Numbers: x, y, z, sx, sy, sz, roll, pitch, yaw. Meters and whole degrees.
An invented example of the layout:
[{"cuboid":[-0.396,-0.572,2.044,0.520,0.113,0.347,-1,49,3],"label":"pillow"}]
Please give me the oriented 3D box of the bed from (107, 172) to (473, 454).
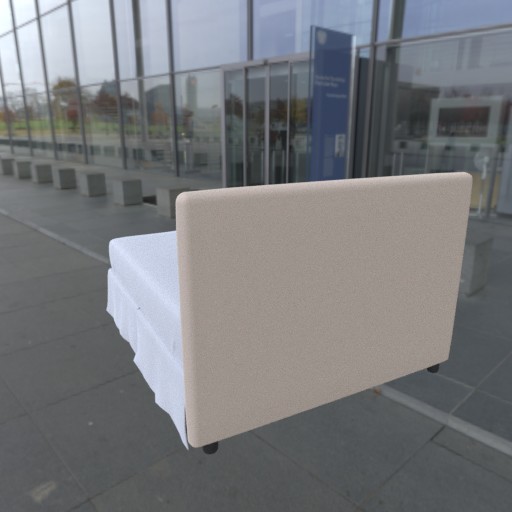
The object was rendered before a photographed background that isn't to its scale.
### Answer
[{"cuboid":[0.000,0.000,3.276,1.884,1.330,2.142,-9,18,-27],"label":"bed"}]
